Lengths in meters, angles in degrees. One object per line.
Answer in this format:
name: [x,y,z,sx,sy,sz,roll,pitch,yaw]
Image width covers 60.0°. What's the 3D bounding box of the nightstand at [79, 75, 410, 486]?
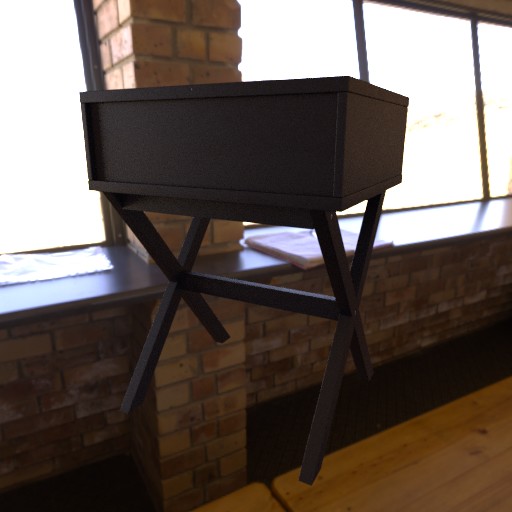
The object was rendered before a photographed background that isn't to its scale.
nightstand: [0.000,0.000,0.907,0.479,0.623,0.402,8,18,27]
